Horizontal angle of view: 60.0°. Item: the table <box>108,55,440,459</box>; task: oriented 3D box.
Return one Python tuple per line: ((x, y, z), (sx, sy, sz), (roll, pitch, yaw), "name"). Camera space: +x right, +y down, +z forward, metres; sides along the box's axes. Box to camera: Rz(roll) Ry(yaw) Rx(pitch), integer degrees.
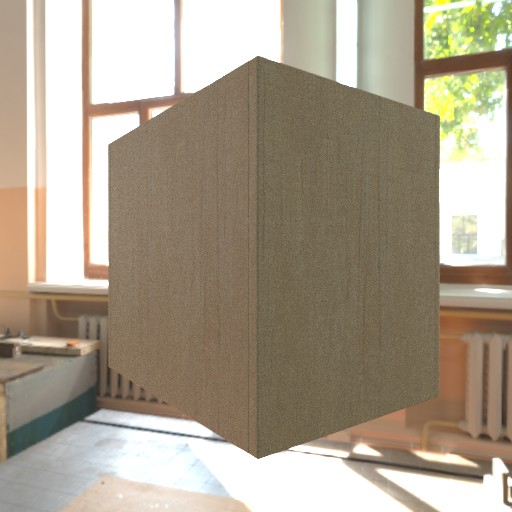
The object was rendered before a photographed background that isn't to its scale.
((0.000, 0.000, 0.910), (0.420, 0.510, 0.570), (0, 1, -37), "table")
